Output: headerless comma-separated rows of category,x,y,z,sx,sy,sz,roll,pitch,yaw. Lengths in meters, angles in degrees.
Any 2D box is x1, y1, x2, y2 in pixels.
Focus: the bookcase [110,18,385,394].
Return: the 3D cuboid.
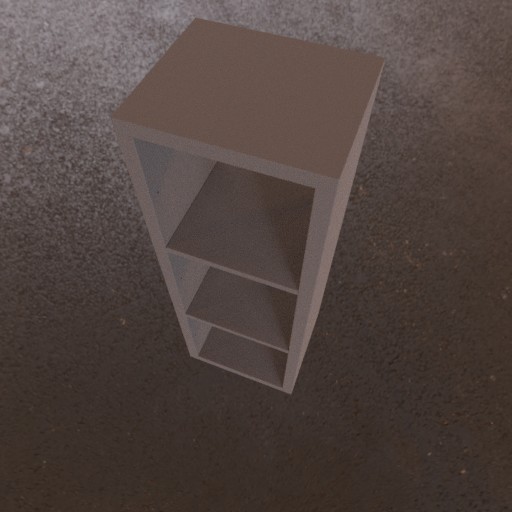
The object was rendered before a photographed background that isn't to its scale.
bookcase,0.000,0.000,1.227,0.390,1.080,0.330,18,58,11
